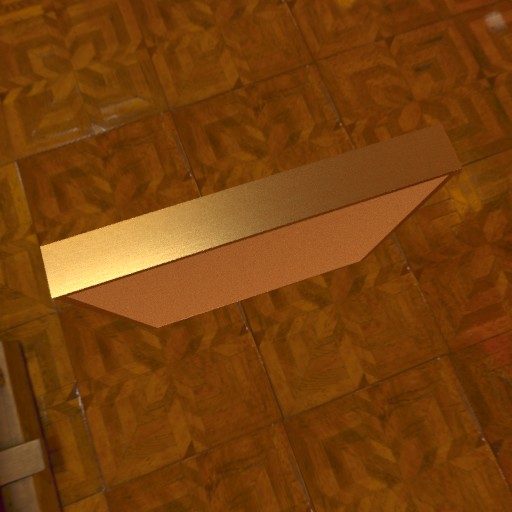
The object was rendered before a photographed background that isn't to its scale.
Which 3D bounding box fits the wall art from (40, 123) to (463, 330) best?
[{"bbox_3d":[0.000,0.000,0.464,0.304,0.304,0.038,-18,77,-4],"label":"wall art"}]
